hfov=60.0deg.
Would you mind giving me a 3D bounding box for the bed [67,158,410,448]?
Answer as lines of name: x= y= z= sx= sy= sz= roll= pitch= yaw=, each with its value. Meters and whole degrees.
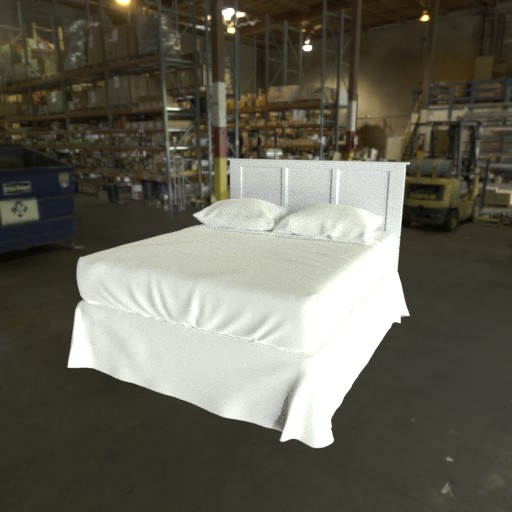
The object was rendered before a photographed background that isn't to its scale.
bed: x=0.000 y=0.000 z=3.164 sx=1.876 sy=1.269 sz=2.047 roll=8 pitch=16 yaw=28
